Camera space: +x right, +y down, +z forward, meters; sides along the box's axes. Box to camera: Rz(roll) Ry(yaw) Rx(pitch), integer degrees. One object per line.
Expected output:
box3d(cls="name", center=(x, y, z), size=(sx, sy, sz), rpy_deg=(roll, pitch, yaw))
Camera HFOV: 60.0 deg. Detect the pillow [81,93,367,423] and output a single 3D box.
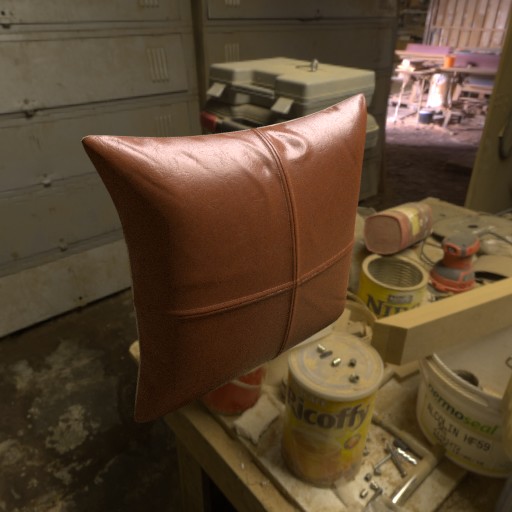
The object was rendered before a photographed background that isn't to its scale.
box3d(cls="pillow", center=(0.000, 0.000, 0.753), size=(0.501, 0.477, 0.192), rpy_deg=(-21, 35, -33))
